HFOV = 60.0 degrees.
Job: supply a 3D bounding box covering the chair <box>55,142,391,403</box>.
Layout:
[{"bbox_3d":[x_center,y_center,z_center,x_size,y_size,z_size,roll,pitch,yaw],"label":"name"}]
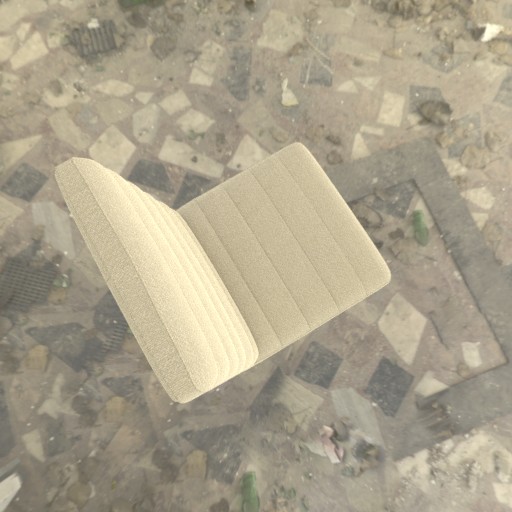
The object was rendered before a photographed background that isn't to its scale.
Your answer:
[{"bbox_3d":[0.000,0.000,1.267,0.634,0.930,0.520,-30,78,-7],"label":"chair"}]
